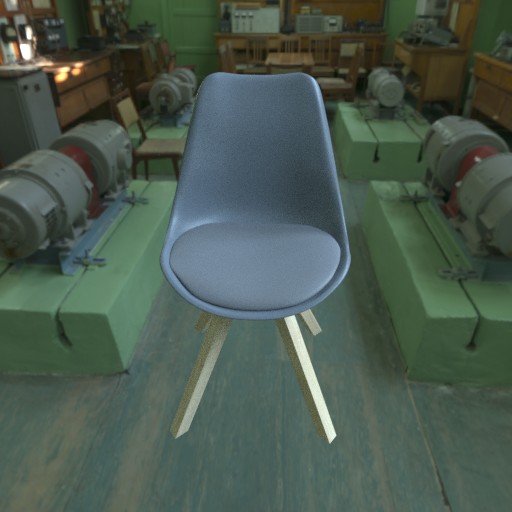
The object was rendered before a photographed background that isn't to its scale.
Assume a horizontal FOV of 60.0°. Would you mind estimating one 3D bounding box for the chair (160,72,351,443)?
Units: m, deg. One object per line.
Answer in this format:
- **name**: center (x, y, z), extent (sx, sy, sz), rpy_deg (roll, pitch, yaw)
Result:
- **chair**: center (0.000, 0.000, 1.196), extent (0.485, 0.850, 0.550), rpy_deg (1, 31, 2)
